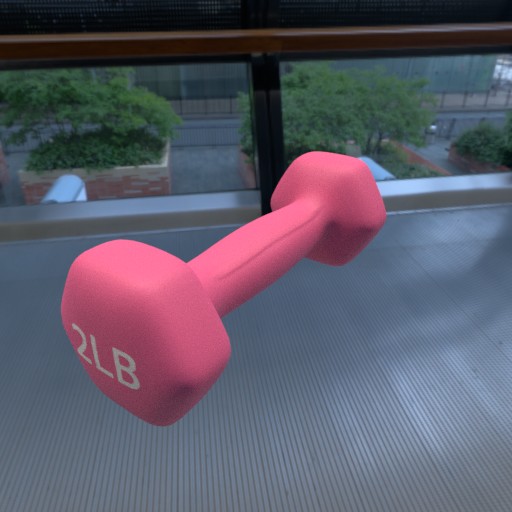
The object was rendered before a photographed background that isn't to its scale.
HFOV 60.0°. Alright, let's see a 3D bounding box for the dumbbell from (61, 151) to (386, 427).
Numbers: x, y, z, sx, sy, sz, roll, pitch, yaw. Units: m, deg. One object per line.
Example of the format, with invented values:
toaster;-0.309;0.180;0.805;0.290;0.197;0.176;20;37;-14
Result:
dumbbell;0.000;0.000;0.174;0.058;0.053;0.146;19;34;31
